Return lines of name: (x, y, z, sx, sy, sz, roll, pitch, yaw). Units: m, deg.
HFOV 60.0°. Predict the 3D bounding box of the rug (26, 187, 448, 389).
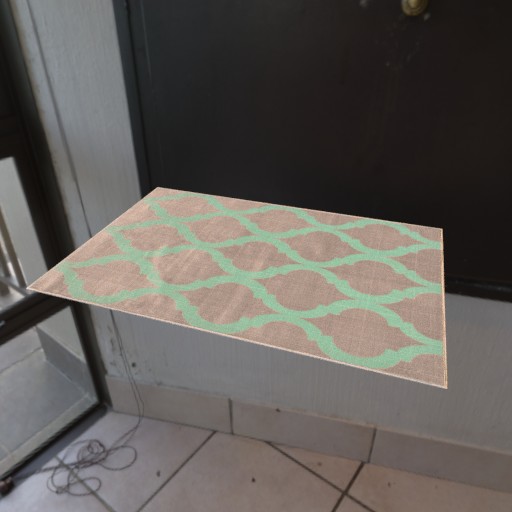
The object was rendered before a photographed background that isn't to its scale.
rug: (0.000, 0.000, 2.857, 2.286, 0.006, 1.524, 10, 34, 16)
